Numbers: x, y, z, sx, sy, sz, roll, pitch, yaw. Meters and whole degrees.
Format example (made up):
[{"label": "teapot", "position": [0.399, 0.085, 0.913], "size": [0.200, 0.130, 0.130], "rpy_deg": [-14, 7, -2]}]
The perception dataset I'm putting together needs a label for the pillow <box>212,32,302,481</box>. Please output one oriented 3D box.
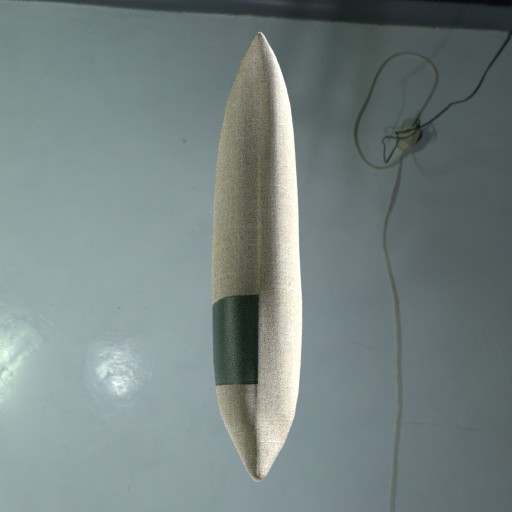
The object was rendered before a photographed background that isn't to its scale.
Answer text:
[{"label": "pillow", "position": [0.000, 0.000, 1.017], "size": [0.197, 0.429, 0.859], "rpy_deg": [0, 74, 0]}]
